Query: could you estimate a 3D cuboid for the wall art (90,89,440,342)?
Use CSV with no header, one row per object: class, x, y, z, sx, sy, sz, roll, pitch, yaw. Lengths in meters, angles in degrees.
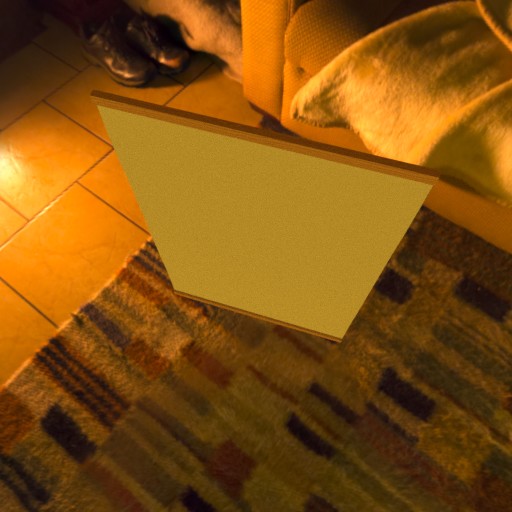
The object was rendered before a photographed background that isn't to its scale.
wall art,0.000,0.000,1.909,1.011,1.521,0.025,15,64,8
